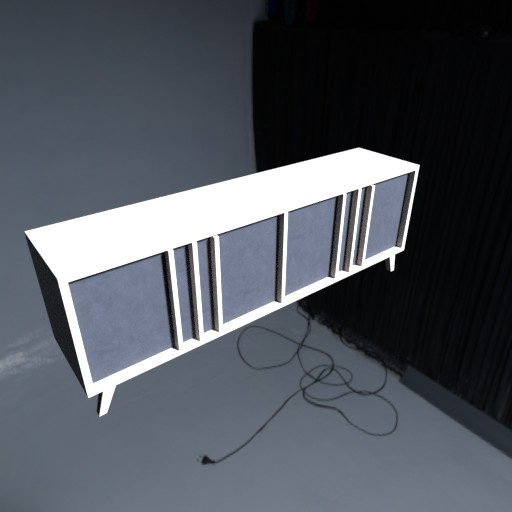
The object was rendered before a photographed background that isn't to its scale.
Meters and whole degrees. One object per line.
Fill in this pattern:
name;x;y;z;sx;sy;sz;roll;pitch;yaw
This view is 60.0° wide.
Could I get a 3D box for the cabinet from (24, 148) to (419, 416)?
cabinet;0.000;0.000;2.557;2.198;0.779;0.499;-21;35;-32
